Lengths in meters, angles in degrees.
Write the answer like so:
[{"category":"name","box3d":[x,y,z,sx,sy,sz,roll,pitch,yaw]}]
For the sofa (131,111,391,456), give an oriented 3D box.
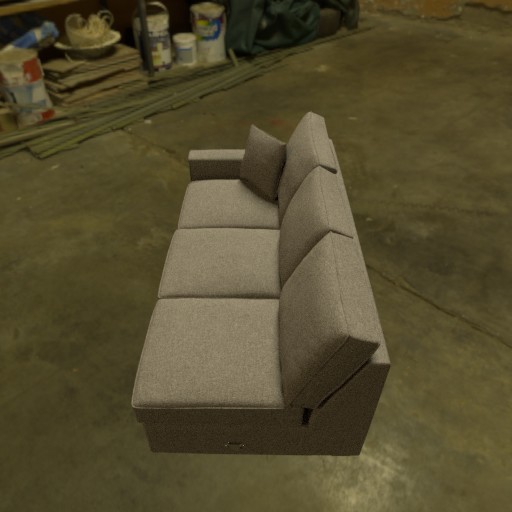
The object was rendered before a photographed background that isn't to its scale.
[{"category":"sofa","box3d":[0.000,0.000,2.546,1.034,0.946,1.963,1,40,1]}]
